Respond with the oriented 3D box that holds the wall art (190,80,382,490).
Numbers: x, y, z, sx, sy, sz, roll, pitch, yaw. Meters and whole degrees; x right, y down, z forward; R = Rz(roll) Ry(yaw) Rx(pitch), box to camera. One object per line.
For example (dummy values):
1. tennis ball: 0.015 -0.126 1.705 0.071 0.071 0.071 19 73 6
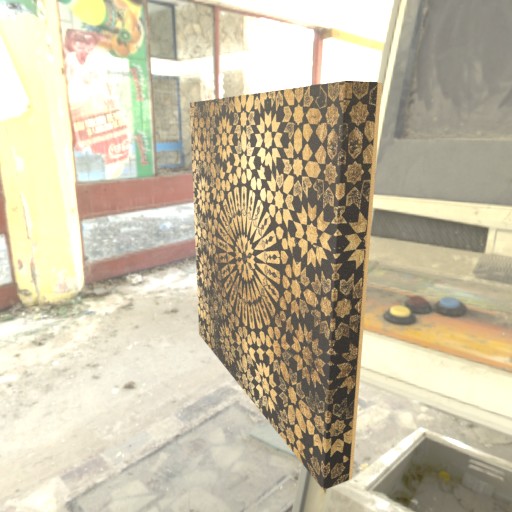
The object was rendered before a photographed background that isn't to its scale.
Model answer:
1. wall art: 0.000 0.000 0.594 0.038 0.405 0.405 -8 18 -25
